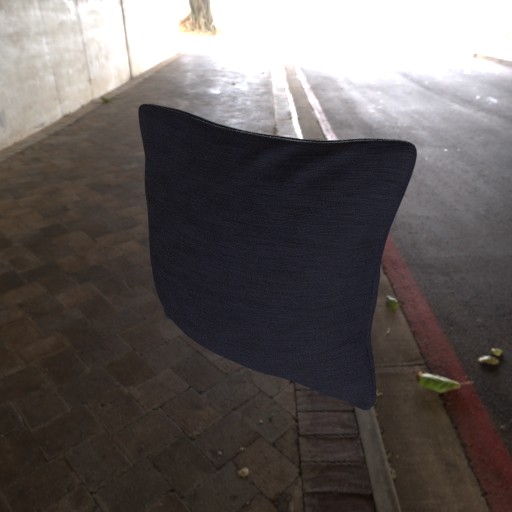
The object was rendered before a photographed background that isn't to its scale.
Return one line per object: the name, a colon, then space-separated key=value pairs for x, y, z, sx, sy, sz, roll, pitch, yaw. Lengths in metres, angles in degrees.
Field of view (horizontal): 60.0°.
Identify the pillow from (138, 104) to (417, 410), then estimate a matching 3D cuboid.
pillow: x=0.000 y=0.000 z=0.684 sx=0.432 sy=0.414 sz=0.246 roll=18 pitch=34 yaw=29
